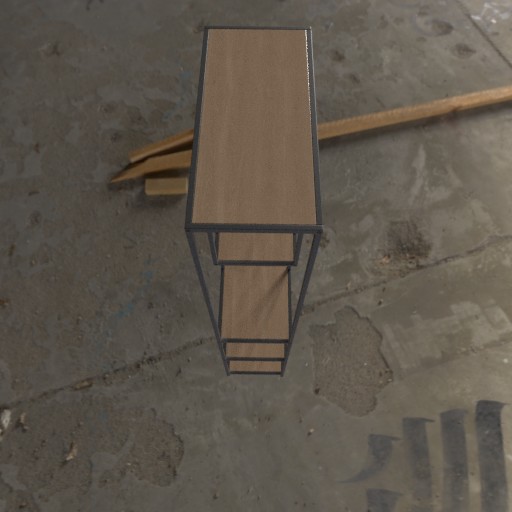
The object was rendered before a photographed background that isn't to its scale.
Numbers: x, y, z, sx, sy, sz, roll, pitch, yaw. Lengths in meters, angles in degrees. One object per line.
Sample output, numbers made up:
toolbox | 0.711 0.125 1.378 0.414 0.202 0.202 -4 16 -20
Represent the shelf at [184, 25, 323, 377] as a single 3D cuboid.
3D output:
shelf | 0.000 0.000 2.113 0.350 1.850 0.770 1 64 0
